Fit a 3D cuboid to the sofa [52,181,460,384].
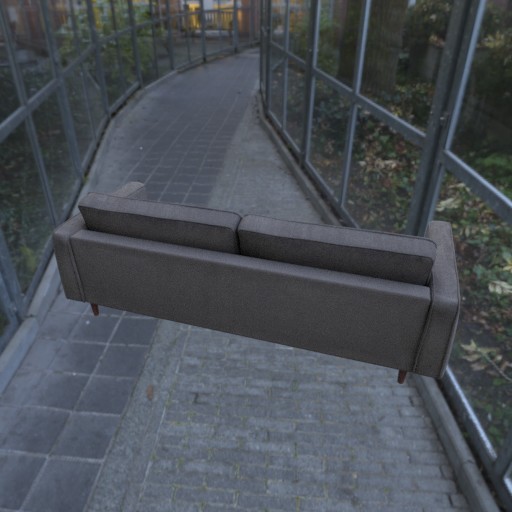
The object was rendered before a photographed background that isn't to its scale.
[{"bbox_3d":[0.000,0.000,2.752,2.295,0.813,0.923,9,32,15],"label":"sofa"}]
